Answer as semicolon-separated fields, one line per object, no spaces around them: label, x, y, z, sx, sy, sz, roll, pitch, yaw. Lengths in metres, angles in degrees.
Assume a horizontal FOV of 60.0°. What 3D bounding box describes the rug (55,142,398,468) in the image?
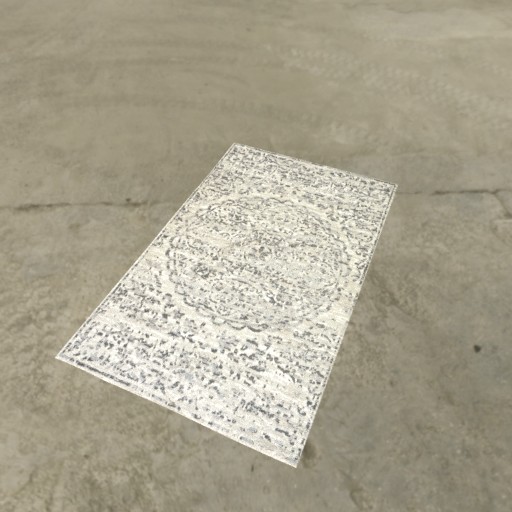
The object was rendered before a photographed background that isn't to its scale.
rug;0.000;0.000;3.170;1.527;0.021;2.447;18;50;16
